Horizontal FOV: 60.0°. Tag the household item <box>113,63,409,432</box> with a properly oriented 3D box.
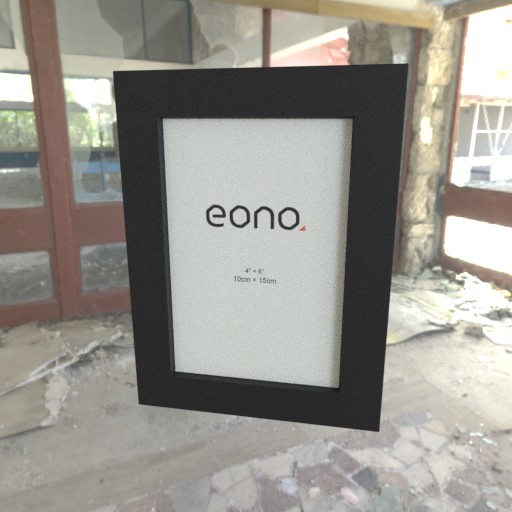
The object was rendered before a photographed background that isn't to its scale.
[{"bbox_3d":[0.000,0.000,0.227,0.133,0.178,0.022,3,15,10],"label":"household item"}]
